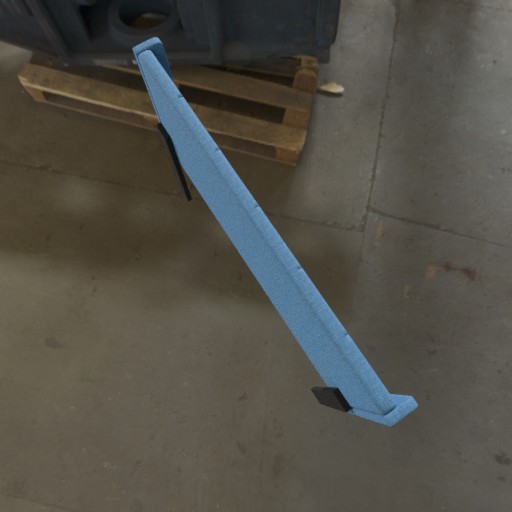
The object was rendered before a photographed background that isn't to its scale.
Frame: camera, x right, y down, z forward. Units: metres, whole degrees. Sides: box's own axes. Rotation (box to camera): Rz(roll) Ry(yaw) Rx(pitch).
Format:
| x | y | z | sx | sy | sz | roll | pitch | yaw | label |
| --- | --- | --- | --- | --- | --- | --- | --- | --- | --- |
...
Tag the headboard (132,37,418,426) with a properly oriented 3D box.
| x | y | z | sx | sy | sz | roll | pitch | yaw | label |
| --- | --- | --- | --- | --- | --- | --- | --- | --- | --- |
| 0.000 | 0.000 | 2.649 | 0.184 | 1.524 | 2.051 | -32 | 77 | -9 | headboard |
